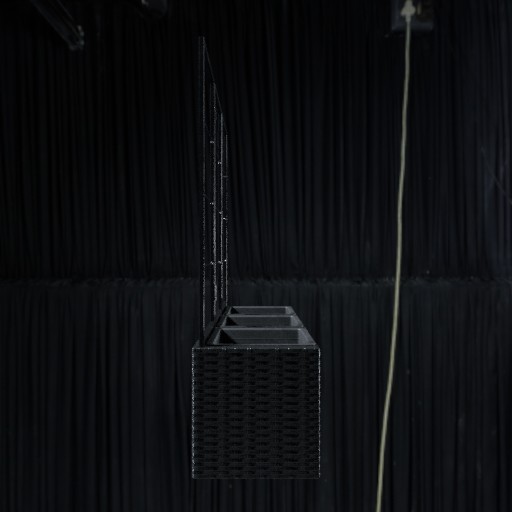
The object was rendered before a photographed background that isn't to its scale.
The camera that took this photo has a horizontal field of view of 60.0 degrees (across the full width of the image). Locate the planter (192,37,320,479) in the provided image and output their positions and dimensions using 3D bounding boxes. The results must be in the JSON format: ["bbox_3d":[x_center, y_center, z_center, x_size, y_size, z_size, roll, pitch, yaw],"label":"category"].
[{"bbox_3d":[0.000,0.000,1.183,0.244,0.841,0.698,0,0,0],"label":"planter"}]
